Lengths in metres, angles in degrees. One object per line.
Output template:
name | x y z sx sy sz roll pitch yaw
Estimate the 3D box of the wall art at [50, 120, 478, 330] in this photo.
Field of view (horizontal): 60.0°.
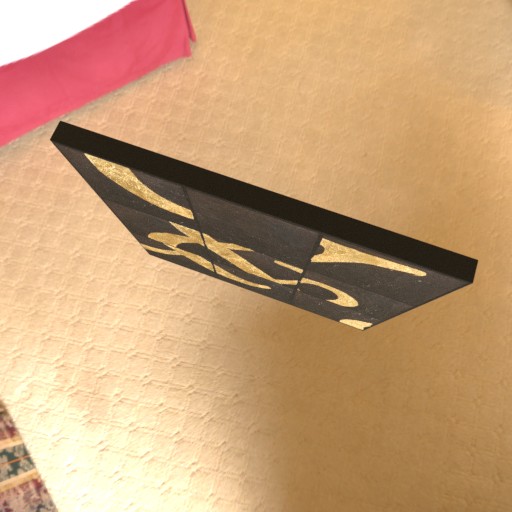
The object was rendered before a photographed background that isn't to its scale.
wall art | 0.000 0.000 1.118 0.758 0.758 0.044 19 76 5
